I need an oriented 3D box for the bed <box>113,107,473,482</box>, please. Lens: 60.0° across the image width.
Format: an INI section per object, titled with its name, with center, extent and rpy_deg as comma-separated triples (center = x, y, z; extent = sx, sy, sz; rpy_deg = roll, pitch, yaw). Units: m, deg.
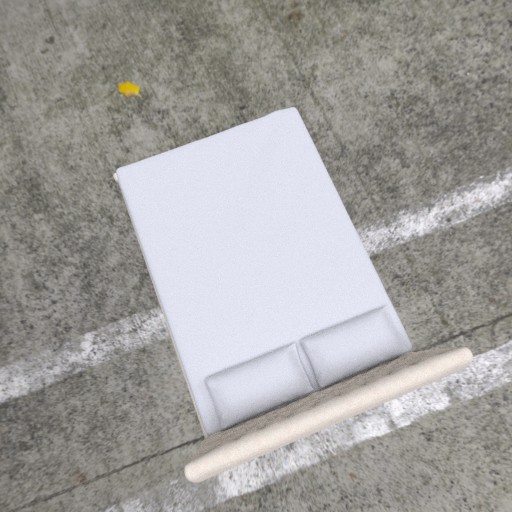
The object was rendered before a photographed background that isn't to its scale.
[bed]
center = 0.000, 0.000, 3.312
extent = 1.698, 1.427, 2.387
rpy_deg = -21, 76, -5
